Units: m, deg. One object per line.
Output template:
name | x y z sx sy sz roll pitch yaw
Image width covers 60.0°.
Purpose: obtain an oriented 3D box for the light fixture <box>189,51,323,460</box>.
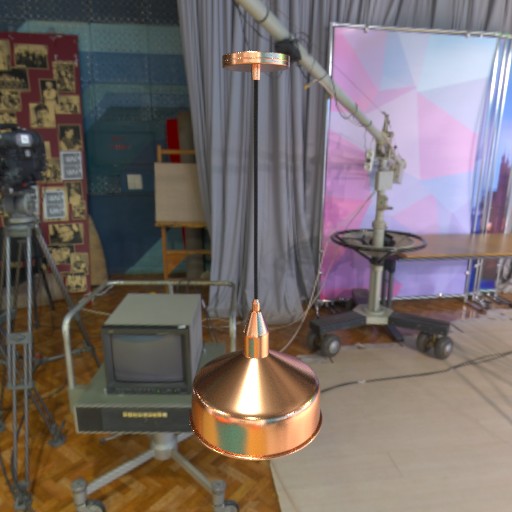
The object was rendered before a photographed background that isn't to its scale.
light fixture | 0.000 0.000 0.911 0.301 0.754 0.301 14 21 41
